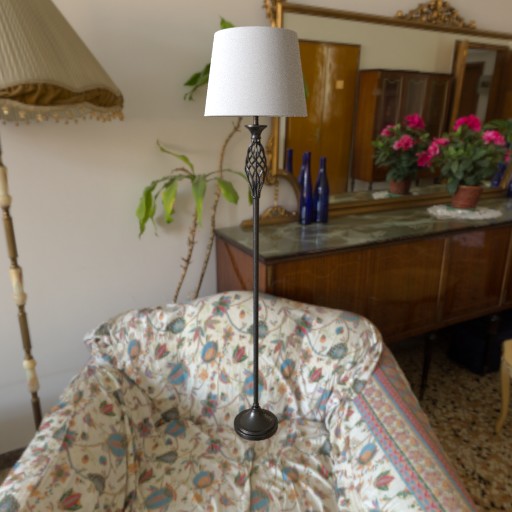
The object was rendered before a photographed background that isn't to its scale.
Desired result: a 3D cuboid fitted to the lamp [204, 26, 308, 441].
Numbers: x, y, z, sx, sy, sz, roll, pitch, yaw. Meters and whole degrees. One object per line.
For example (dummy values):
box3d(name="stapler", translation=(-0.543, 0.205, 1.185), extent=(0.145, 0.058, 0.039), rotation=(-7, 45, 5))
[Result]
box3d(name="lamp", translation=(0.000, 0.000, 1.792), extent=(0.379, 1.623, 0.379), rotation=(0, 17, 0))
